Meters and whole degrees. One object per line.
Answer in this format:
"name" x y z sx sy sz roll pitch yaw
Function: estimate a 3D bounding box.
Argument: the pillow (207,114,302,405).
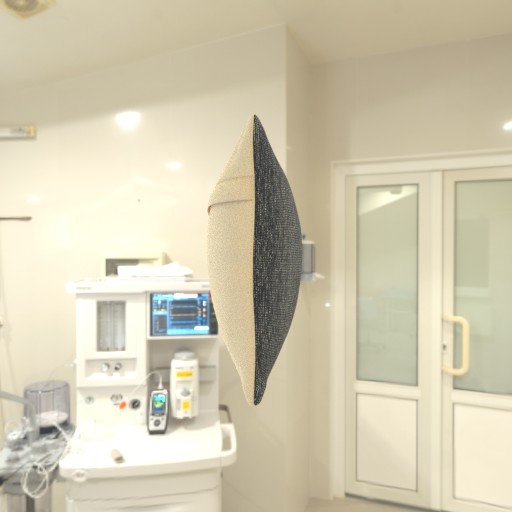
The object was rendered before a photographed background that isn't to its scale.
"pillow" 0.000 0.000 0.747 0.148 0.307 0.604 0 1 0
